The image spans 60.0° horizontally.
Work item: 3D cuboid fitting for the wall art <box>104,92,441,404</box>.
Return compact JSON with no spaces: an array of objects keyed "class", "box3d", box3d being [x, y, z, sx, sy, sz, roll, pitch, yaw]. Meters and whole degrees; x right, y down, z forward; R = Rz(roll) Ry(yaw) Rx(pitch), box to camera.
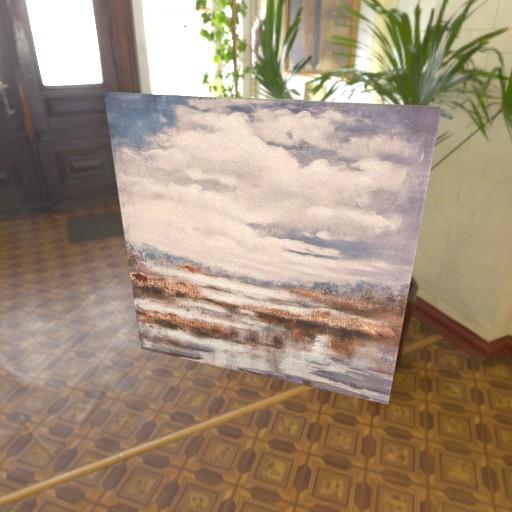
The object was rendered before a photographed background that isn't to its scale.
[{"class":"wall art","box3d":[0.000,0.000,1.517,1.010,1.020,0.040,8,28,16]}]
